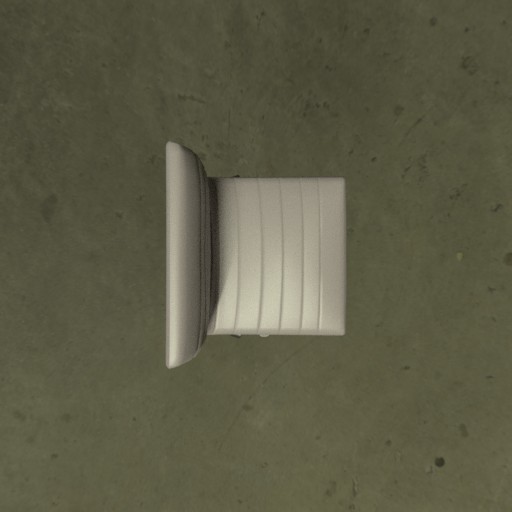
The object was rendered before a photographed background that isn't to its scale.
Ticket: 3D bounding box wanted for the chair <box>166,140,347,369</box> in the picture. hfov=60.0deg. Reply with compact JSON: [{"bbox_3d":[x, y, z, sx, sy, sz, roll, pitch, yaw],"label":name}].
[{"bbox_3d":[0.000,0.000,1.136,0.530,0.780,0.556,0,90,-1],"label":"chair"}]
